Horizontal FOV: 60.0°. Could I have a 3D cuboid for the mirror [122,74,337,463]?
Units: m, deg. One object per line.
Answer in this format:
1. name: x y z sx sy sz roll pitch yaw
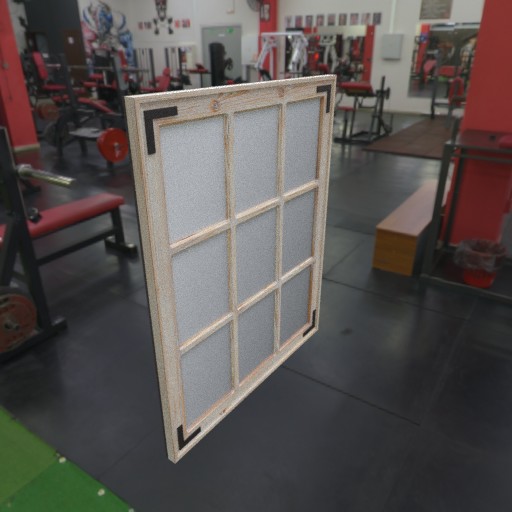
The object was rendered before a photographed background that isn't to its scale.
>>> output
1. mirror: 0.000 0.000 1.209 0.032 0.882 0.730 18 31 33
